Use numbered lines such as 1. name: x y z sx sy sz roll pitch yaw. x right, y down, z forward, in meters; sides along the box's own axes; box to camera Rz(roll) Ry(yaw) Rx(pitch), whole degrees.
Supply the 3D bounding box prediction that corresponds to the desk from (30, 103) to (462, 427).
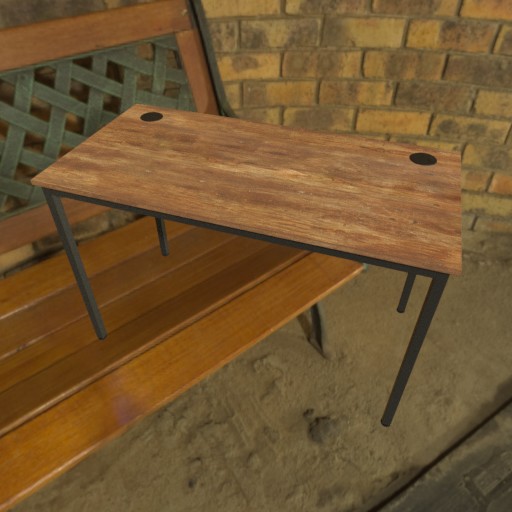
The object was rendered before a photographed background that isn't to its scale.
1. desk: 0.000 0.000 1.615 1.200 0.749 0.600 13 43 14
